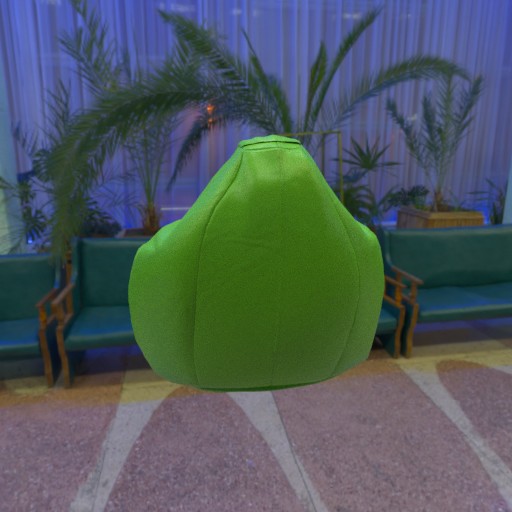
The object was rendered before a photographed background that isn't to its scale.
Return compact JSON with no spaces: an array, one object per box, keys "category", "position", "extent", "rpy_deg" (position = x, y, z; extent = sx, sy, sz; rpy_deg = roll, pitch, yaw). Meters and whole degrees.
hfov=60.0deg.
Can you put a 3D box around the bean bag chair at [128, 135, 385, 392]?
[{"category":"bean bag chair","position":[0.000,0.000,1.894],"extent":[1.070,0.990,1.070],"rpy_deg":[-2,15,-8]}]
